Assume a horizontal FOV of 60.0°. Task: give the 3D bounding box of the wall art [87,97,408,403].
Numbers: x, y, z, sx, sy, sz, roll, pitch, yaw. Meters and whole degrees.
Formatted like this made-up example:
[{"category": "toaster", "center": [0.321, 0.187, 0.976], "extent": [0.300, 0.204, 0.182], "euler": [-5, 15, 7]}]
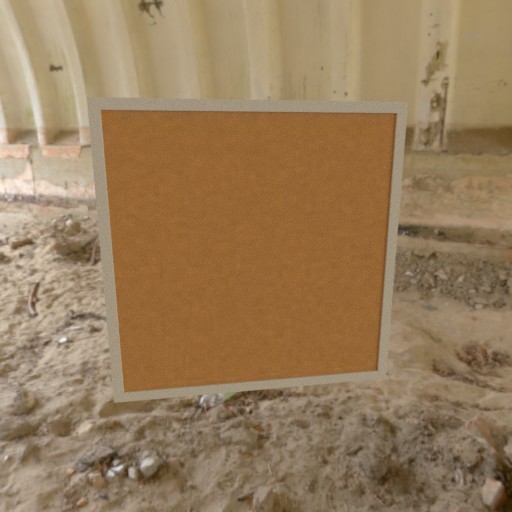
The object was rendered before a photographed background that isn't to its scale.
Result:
[{"category": "wall art", "center": [0.000, 0.000, 0.686], "extent": [0.457, 0.457, 0.012], "euler": [-2, 15, -9]}]
